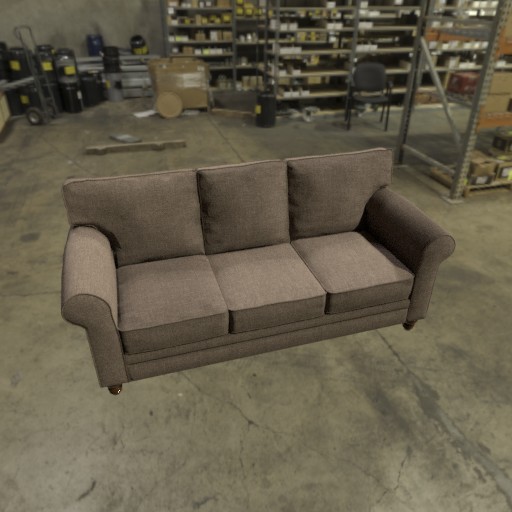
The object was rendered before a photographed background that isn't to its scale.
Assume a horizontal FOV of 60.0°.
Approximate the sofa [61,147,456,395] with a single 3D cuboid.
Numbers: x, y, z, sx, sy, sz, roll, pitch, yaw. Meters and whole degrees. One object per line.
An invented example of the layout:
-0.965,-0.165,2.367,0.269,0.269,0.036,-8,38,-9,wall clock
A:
0.000,0.000,2.630,2.084,0.961,0.916,-9,32,-14,sofa
